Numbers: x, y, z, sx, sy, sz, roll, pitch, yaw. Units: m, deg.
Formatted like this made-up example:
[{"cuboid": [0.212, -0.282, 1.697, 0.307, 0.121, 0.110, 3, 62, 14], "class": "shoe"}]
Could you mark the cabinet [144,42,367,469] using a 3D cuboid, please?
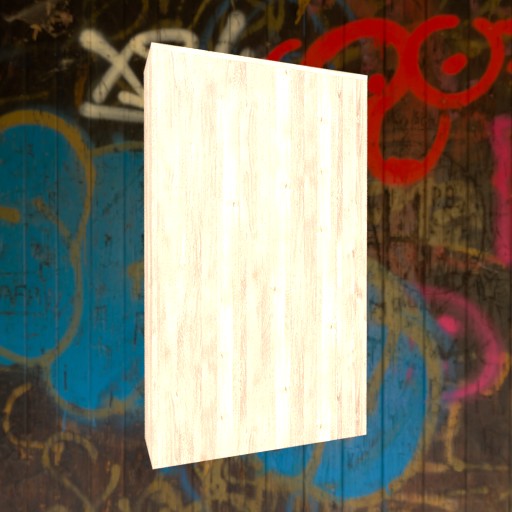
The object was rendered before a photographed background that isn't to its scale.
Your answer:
[{"cuboid": [0.000, 0.000, 1.572, 0.750, 1.280, 0.250, 0, 1, -20], "class": "cabinet"}]
